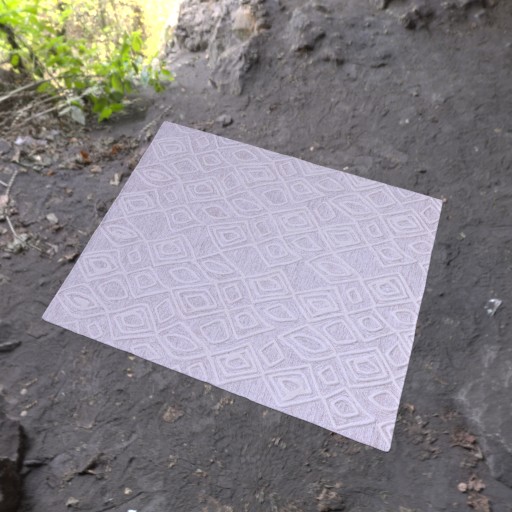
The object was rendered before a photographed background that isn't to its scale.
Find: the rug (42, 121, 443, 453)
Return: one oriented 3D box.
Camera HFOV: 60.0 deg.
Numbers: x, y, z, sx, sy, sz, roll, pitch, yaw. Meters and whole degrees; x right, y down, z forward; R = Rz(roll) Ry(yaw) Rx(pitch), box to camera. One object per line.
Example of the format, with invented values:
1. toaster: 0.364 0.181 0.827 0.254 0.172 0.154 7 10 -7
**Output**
1. rug: 0.000 0.000 4.094 3.049 0.025 2.449 18 64 9
